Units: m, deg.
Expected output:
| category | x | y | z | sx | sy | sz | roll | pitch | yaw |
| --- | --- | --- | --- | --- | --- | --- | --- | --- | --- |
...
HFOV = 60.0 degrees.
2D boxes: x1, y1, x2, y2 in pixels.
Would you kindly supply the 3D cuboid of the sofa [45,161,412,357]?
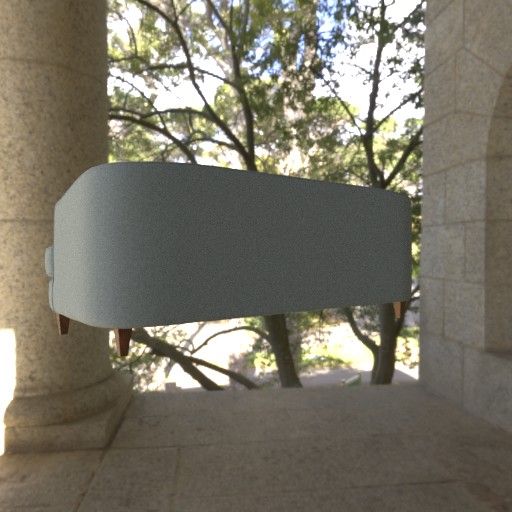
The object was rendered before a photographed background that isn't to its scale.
| category | x | y | z | sx | sy | sz | roll | pitch | yaw |
| --- | --- | --- | --- | --- | --- | --- | --- | --- | --- |
| sofa | 0.000 | 0.000 | 2.769 | 2.278 | 0.855 | 0.941 | 0 | 0 | -36 |
